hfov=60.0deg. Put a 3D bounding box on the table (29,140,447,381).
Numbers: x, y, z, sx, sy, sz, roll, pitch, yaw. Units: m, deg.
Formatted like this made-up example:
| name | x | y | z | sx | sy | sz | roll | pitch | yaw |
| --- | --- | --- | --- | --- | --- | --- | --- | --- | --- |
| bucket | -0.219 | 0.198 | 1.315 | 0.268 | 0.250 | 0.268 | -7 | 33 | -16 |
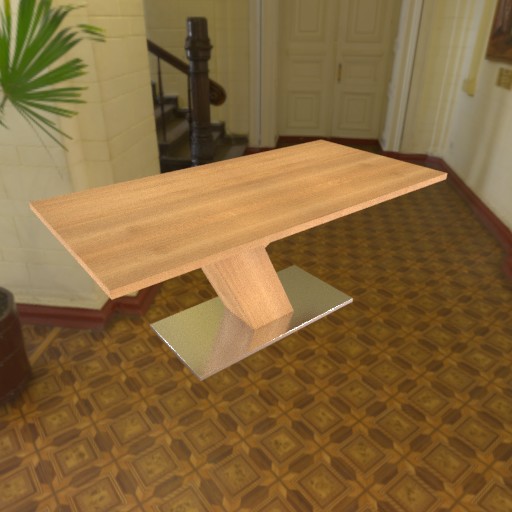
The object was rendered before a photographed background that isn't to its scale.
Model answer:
| name | x | y | z | sx | sy | sz | roll | pitch | yaw |
| --- | --- | --- | --- | --- | --- | --- | --- | --- | --- |
| table | 0.000 | 0.000 | 2.281 | 1.800 | 0.750 | 0.900 | -20 | 34 | -33 |
